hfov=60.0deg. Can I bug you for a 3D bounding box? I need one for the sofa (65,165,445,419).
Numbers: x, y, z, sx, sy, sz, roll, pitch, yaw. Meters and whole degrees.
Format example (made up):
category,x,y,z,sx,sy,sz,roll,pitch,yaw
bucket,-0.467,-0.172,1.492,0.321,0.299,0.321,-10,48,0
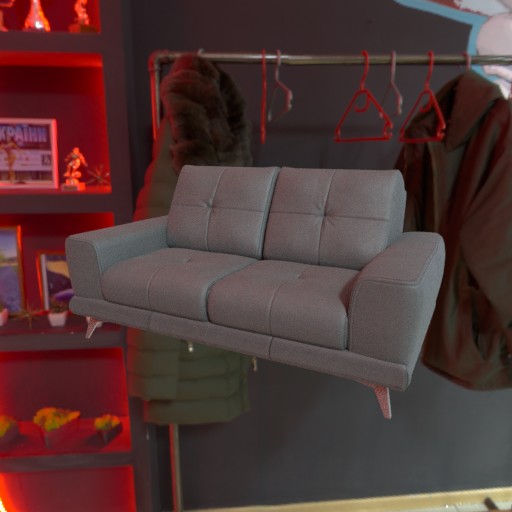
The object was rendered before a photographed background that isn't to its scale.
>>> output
category,x,y,z,sx,sy,sz,roll,pitch,yaw
sofa,0.000,0.000,2.355,1.806,0.907,1.018,7,16,26
